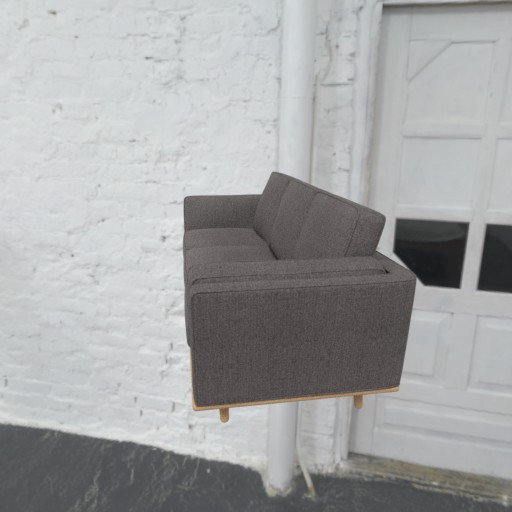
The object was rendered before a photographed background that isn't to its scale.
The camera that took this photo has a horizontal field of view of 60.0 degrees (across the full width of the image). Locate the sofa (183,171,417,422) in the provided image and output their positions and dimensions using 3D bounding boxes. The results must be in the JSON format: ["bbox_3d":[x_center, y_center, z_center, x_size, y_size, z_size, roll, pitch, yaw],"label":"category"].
[{"bbox_3d":[0.000,0.000,2.771,0.903,0.899,2.362,-3,16,-9],"label":"sofa"}]
